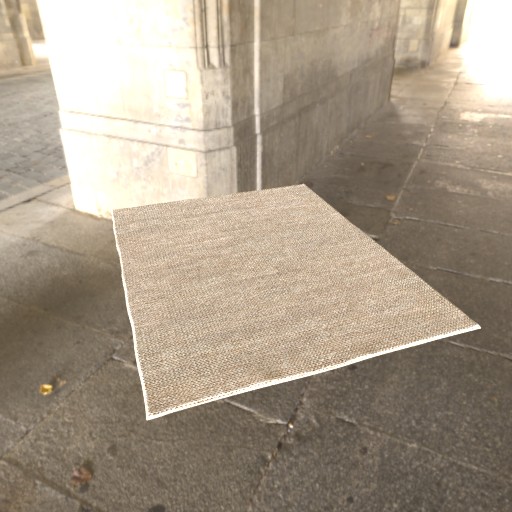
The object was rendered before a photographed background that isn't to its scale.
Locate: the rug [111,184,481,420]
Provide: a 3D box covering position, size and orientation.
[{"bbox_3d":[0.000,0.000,4.135,2.429,0.030,3.052,-10,32,-17],"label":"rug"}]
